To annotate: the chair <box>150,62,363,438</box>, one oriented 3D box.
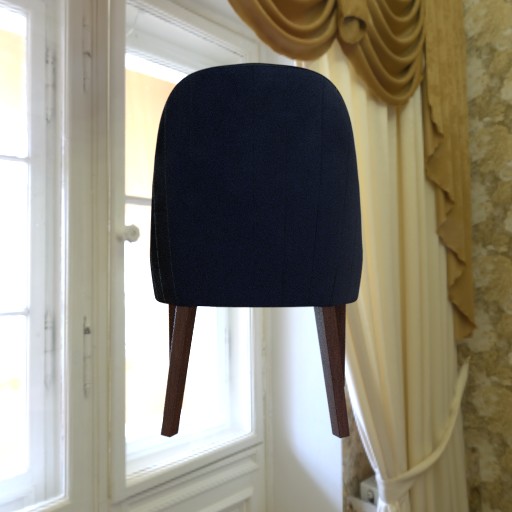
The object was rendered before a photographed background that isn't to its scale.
[{"bbox_3d":[0.000,0.000,1.291,0.643,0.889,0.575,0,-1,1],"label":"chair"}]
